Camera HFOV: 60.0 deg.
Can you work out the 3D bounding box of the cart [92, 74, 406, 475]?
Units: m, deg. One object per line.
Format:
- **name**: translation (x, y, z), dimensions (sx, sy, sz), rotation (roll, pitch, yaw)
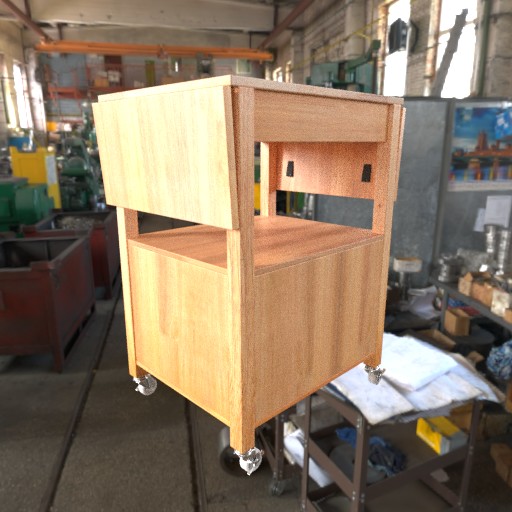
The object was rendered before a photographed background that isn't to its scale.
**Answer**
- **cart**: translation (0.000, 0.000, 1.235), dimensions (0.640, 0.838, 0.508), rotation (-14, 20, -43)
